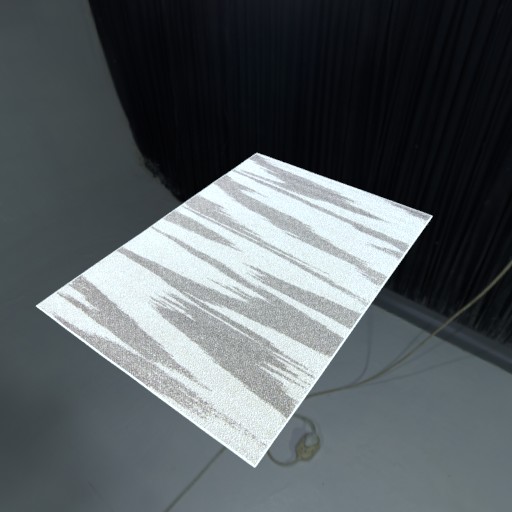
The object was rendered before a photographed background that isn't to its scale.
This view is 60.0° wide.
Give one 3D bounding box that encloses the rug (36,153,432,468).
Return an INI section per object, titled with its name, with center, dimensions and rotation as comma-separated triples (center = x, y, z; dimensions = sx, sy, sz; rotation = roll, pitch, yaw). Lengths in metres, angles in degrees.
[rug]
center = 0.000, 0.000, 2.811
dimensions = 1.533, 0.010, 2.142
rotation = 26, 48, 26
